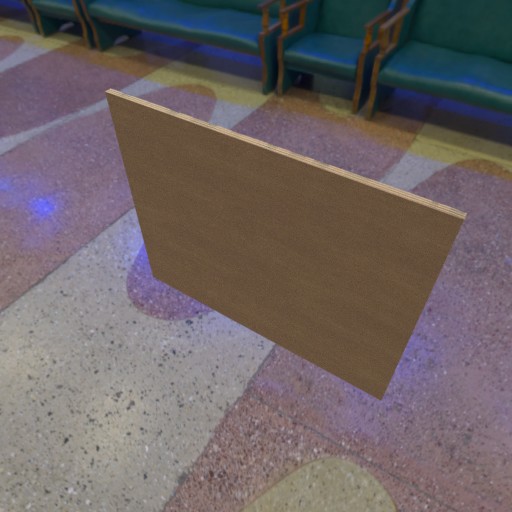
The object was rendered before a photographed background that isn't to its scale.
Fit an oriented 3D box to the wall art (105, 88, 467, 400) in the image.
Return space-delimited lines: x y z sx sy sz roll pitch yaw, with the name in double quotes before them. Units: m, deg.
"wall art" 0.000 0.000 0.694 0.508 0.408 0.012 25 52 22
